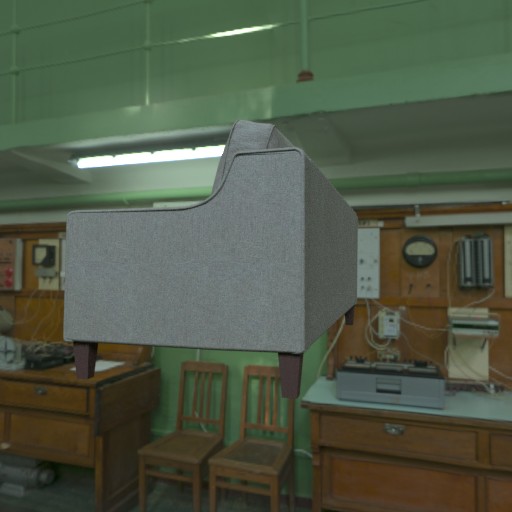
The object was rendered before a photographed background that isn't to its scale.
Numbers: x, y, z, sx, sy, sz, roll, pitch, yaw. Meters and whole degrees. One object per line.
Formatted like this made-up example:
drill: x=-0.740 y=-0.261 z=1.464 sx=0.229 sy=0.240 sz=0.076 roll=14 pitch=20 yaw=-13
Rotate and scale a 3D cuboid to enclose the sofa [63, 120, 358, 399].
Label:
sofa: x=0.000 y=0.000 z=2.751 sx=1.073 sy=1.074 sz=2.181 roll=0 pitch=-1 yaw=17
